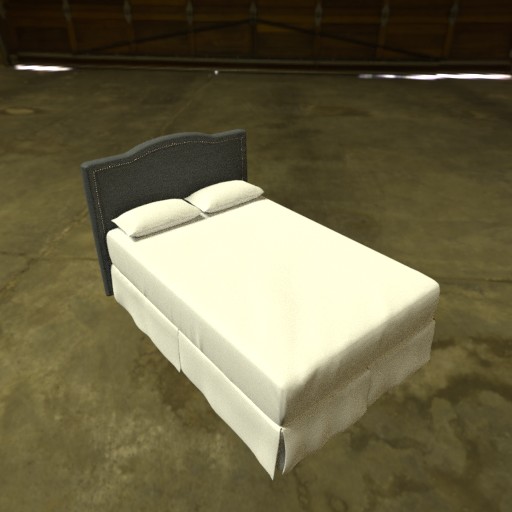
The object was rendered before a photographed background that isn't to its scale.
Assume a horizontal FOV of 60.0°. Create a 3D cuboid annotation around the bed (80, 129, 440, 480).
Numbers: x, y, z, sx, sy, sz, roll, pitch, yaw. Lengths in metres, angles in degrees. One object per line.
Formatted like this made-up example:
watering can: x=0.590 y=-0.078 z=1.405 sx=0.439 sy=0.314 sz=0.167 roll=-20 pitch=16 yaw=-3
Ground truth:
bed: x=0.000 y=0.000 z=3.590 sx=1.747 sy=1.441 sz=2.507 roll=-23 pitch=38 yaw=-33
